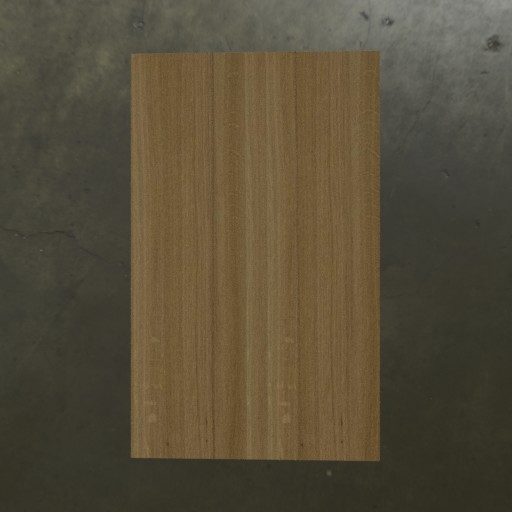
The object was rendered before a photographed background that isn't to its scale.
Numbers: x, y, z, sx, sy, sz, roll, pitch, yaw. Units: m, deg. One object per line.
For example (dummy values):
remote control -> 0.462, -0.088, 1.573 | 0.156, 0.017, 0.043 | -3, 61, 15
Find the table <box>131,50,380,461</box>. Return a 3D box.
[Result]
table -> 0.000, 0.000, 1.381 | 0.678, 0.353, 1.110 | 0, 90, 2
